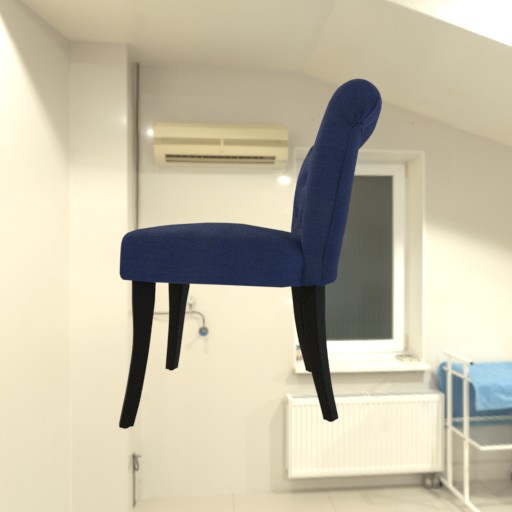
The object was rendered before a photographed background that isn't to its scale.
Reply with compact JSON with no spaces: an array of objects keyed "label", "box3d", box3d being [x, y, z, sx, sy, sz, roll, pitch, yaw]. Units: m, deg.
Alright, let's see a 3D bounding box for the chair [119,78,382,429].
[{"label":"chair","box3d":[0.000,0.000,1.208,0.606,0.753,0.585,0,0,1]}]
